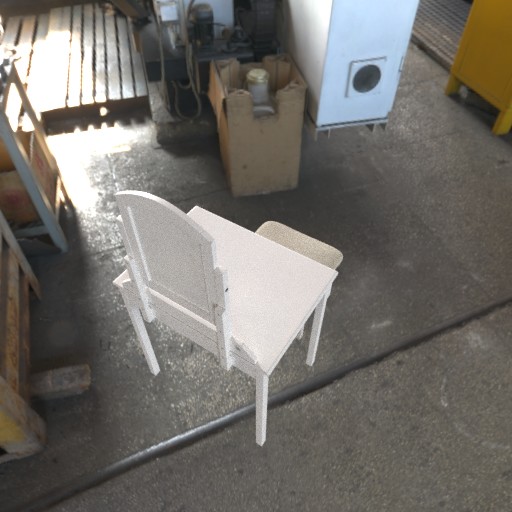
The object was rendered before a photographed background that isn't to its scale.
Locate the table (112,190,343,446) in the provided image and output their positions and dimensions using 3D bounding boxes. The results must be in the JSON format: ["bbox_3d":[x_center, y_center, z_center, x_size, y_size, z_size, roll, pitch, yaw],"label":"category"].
[{"bbox_3d":[0.000,0.000,2.343,0.876,1.631,1.211,26,54,21],"label":"table"}]
